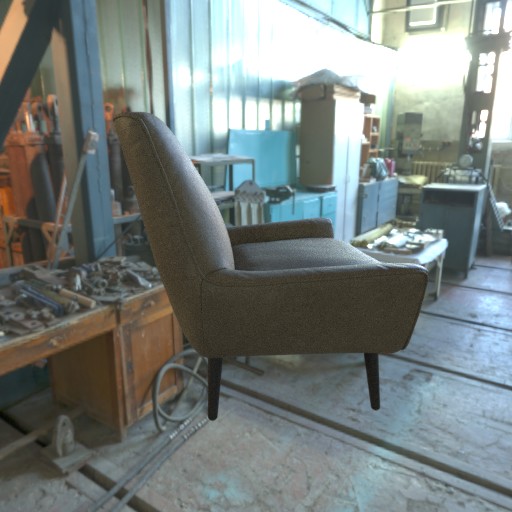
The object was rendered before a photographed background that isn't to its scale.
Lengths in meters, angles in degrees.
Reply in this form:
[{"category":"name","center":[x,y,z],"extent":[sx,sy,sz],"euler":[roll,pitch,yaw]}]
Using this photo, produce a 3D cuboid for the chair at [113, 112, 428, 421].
[{"category":"chair","center":[0.000,0.000,1.464],"extent":[0.824,0.888,0.787],"euler":[-3,15,-10]}]
